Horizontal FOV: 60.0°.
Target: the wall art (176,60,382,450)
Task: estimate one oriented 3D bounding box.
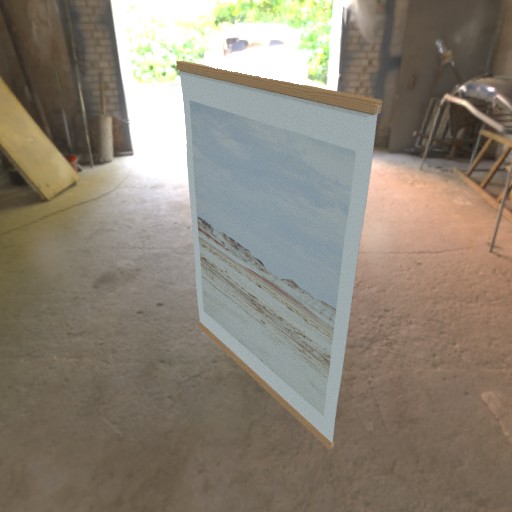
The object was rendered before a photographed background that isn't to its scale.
[{"bbox_3d":[0.000,0.000,1.337,0.020,1.016,0.739,-22,37,-33],"label":"wall art"}]
